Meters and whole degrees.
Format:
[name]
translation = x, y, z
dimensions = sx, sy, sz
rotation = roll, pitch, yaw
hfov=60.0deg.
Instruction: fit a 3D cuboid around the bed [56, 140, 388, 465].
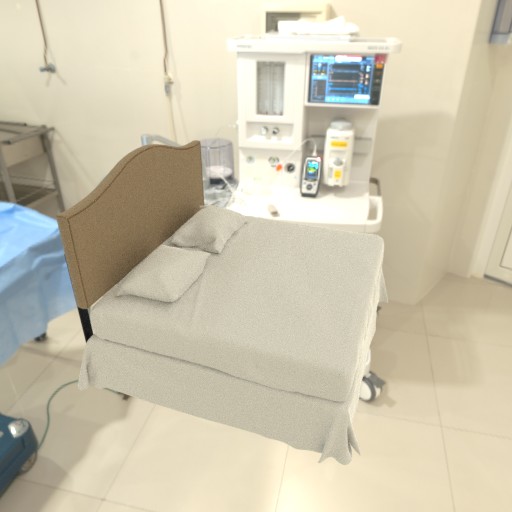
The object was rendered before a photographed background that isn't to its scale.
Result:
[bed]
translation = 0.000, 0.000, 3.729
dimensions = 2.222, 1.651, 2.311
rotation = 10, 31, 17
